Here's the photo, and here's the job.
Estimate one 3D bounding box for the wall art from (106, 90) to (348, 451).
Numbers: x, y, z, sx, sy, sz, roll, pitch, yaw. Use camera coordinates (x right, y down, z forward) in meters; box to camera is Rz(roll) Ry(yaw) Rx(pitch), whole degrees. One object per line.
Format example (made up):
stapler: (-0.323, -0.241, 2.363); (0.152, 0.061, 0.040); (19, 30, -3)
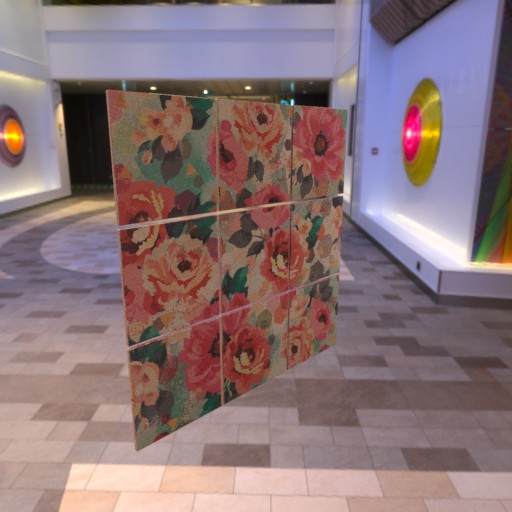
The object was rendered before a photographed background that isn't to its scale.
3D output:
wall art: (0.000, 0.000, 1.384); (0.012, 0.910, 0.911); (14, 20, 43)
